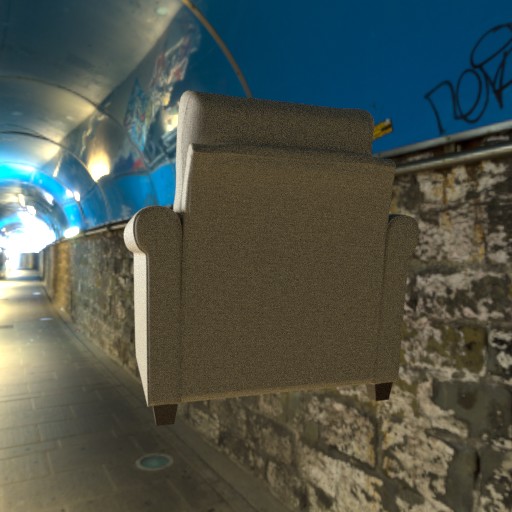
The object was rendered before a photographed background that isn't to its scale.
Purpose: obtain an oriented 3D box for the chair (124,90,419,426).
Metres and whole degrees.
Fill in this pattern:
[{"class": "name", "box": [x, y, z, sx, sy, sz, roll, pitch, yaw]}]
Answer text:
[{"class": "chair", "box": [0.000, 0.000, 2.271, 1.275, 1.349, 1.180, 0, 0, -18]}]
